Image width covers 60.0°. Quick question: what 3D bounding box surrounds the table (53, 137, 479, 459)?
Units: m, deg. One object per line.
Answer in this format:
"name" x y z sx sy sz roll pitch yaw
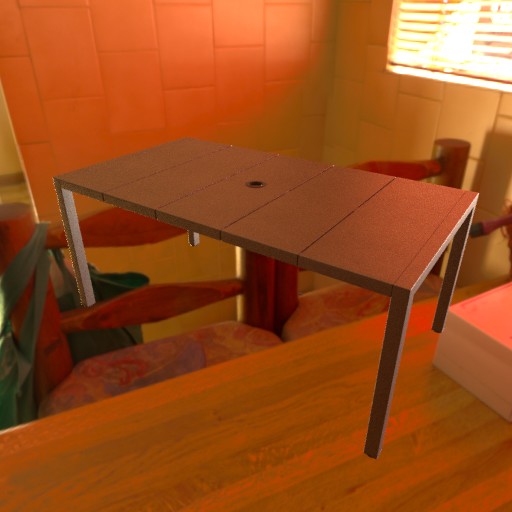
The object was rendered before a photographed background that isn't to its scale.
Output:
"table" 0.000 0.000 2.154 1.680 0.735 0.914 19 34 30
